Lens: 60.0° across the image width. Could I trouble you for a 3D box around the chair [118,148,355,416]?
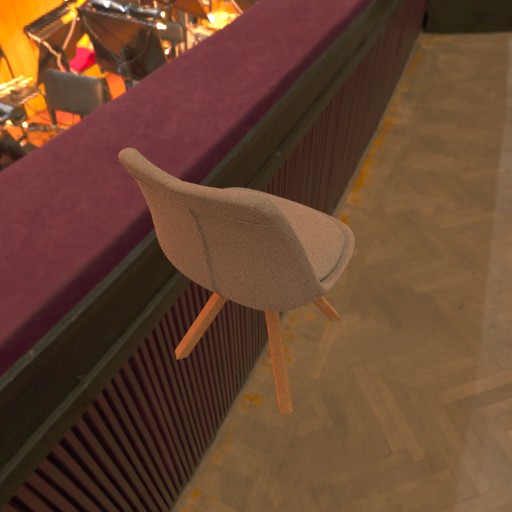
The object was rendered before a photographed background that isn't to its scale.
[{"bbox_3d":[0.000,0.000,1.201,0.474,0.863,0.549,23,51,20],"label":"chair"}]
